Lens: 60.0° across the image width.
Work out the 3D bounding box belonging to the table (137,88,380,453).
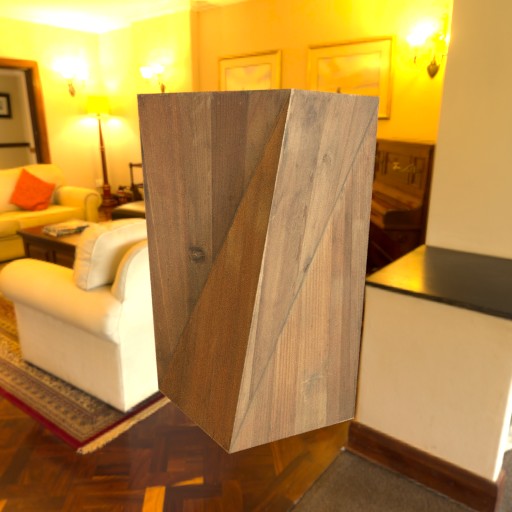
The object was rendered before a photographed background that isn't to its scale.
[{"bbox_3d":[0.000,0.000,0.896,0.425,0.604,0.441,-3,17,-10],"label":"table"}]
